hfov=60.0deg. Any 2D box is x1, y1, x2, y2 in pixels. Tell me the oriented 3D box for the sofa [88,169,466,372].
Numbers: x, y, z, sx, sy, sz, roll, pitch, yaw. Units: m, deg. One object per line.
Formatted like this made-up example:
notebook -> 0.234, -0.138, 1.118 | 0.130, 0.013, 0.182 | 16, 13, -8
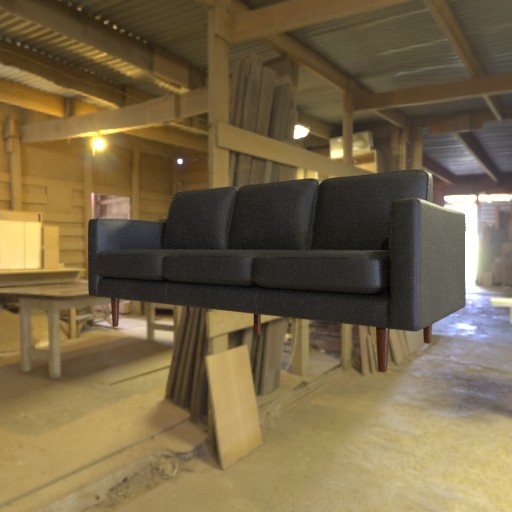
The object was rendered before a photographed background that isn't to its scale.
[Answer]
sofa -> 0.000, 0.000, 2.513 | 2.029, 0.899, 0.879 | 1, 1, 36
